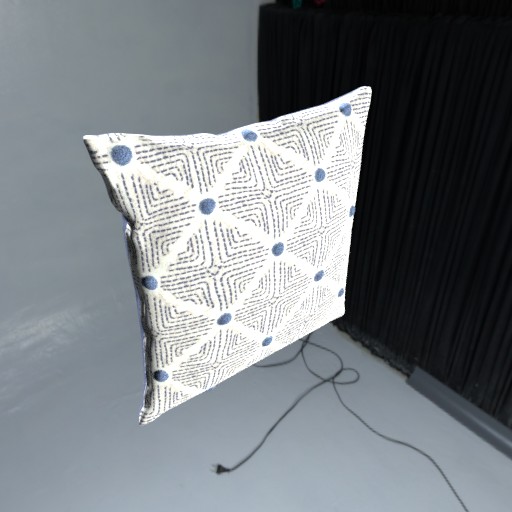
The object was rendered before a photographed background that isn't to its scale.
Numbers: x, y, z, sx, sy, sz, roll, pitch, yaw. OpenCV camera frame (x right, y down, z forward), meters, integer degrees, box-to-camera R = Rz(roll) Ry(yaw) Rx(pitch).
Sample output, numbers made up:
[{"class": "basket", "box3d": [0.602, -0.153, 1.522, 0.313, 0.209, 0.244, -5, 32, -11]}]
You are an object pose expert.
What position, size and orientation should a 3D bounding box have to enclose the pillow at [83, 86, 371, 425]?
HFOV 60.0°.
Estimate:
[{"class": "pillow", "box3d": [0.000, 0.000, 0.775, 0.510, 0.510, 0.145, -21, 37, -31]}]
